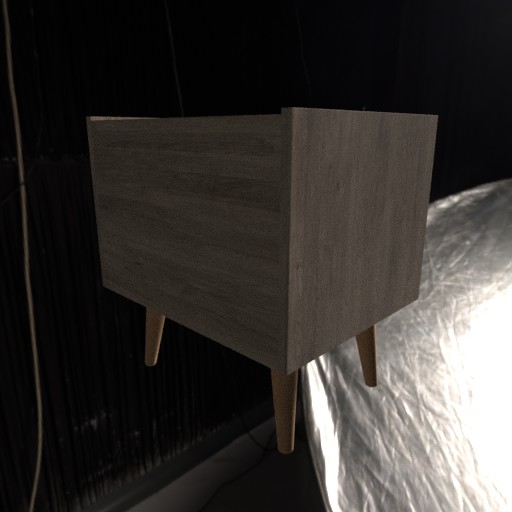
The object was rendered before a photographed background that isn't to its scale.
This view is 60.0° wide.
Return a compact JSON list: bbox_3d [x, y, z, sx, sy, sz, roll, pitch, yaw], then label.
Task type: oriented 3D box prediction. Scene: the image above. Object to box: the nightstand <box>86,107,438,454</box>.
[{"bbox_3d":[0.000,0.000,0.831,0.480,0.500,0.380,15,22,42],"label":"nightstand"}]
